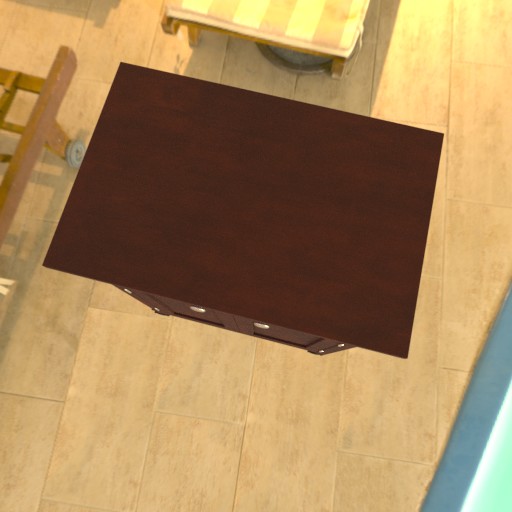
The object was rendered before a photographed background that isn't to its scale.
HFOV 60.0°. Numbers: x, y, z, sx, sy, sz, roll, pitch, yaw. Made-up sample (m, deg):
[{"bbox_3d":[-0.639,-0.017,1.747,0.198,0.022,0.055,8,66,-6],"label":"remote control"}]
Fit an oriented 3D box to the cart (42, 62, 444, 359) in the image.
[{"bbox_3d":[0.000,0.000,1.248,0.683,0.864,0.442,14,76,4],"label":"cart"}]
